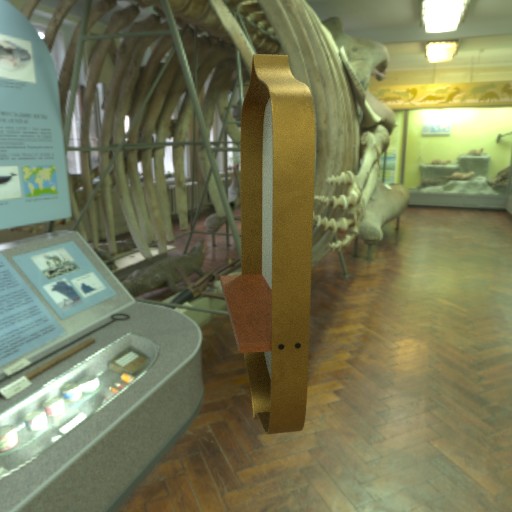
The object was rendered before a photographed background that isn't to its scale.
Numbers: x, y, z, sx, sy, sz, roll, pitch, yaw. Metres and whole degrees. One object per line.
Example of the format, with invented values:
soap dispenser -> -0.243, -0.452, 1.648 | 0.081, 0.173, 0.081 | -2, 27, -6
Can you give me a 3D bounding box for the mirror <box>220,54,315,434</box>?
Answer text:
mirror -> 0.000, 0.000, 0.729 | 0.096, 0.613, 0.323 | -2, 15, -9
